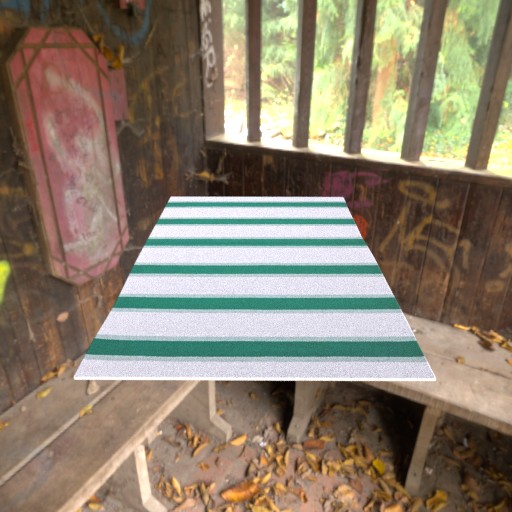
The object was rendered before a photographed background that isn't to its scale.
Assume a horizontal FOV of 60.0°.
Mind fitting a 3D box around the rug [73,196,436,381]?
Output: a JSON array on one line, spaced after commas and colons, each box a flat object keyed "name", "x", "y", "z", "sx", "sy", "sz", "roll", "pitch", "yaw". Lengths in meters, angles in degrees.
[{"name": "rug", "x": 0.000, "y": 0.000, "z": 2.289, "sx": 1.210, "sy": 0.012, "sz": 1.829, "roll": 0, "pitch": 27, "yaw": 0}]
